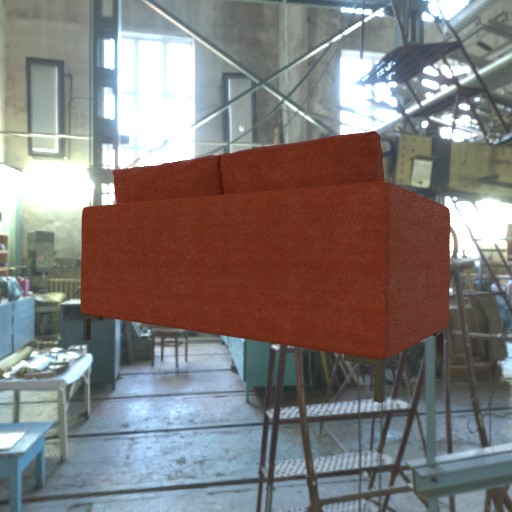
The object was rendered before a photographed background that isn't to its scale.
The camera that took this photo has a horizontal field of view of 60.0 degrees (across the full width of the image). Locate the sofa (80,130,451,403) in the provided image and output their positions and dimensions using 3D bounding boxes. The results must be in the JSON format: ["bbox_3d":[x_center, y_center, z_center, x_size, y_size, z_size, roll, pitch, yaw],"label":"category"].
[{"bbox_3d":[0.000,0.000,2.107,1.574,0.896,0.864,0,0,35],"label":"sofa"}]
